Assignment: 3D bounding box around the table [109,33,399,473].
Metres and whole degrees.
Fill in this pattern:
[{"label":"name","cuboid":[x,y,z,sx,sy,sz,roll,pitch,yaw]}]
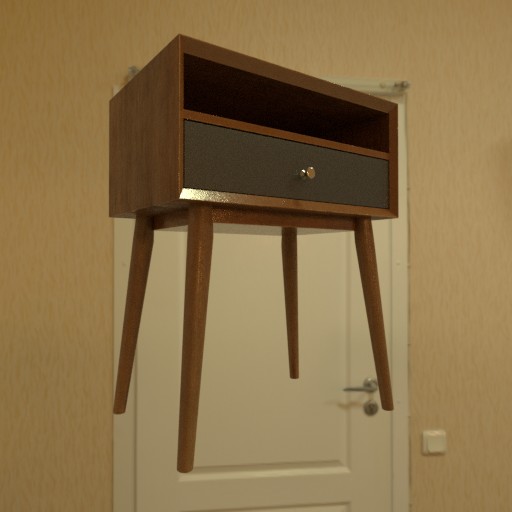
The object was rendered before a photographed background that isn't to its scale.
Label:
[{"label":"table","cuboid":[0.000,0.000,0.830,0.454,0.580,0.307,0,-1,-35]}]
